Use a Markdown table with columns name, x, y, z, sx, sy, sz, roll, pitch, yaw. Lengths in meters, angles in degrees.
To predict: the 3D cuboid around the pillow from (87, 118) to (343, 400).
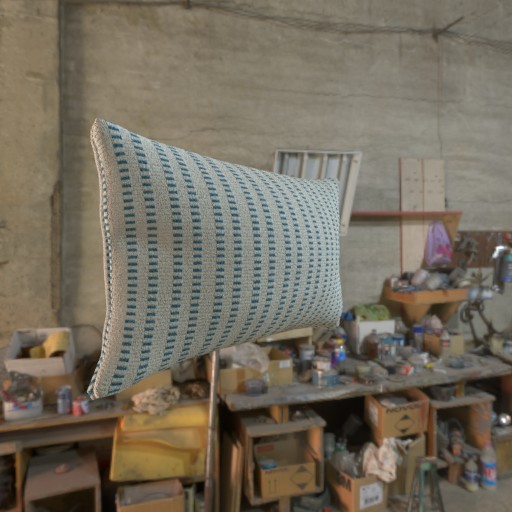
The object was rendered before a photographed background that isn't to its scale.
| name | x | y | z | sx | sy | sz | roll | pitch | yaw |
| --- | --- | --- | --- | --- | --- | --- | --- | --- | --- |
| pillow | 0.000 | 0.000 | 0.793 | 0.210 | 0.353 | 0.640 | 1 | 2 | 38 |
